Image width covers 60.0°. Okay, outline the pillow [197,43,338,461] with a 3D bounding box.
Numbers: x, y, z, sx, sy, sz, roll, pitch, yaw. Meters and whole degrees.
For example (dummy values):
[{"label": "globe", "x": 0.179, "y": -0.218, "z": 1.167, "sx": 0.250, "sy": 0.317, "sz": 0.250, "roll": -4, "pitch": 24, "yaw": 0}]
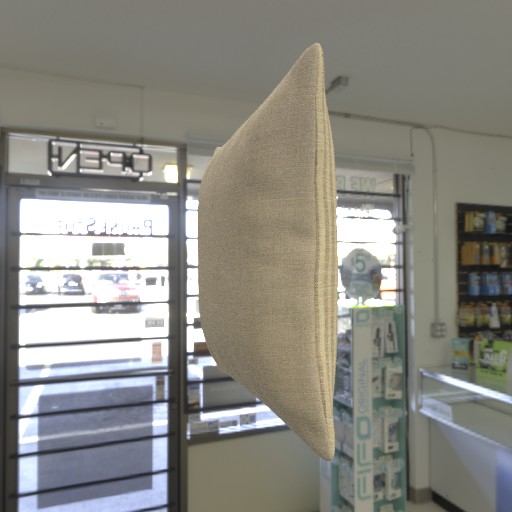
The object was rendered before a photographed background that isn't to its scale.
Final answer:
[{"label": "pillow", "x": 0.000, "y": 0.000, "z": 0.773, "sx": 0.166, "sy": 0.510, "sz": 0.523, "roll": 1, "pitch": -2, "yaw": -19}]
